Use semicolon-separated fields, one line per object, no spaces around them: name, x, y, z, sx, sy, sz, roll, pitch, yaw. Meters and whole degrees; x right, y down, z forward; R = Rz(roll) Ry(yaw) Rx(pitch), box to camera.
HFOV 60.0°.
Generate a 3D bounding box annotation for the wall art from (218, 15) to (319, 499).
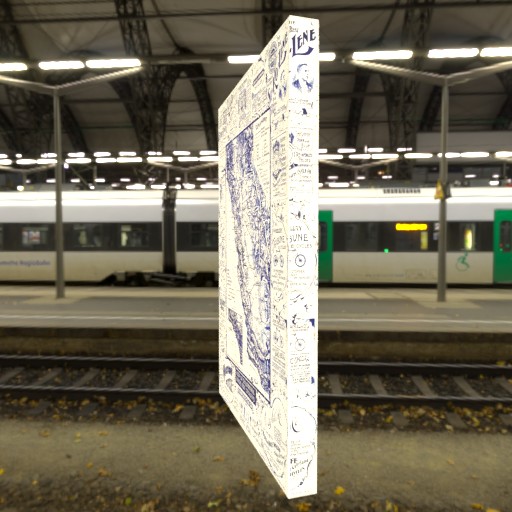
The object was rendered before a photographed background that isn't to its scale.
wall art;0.000;0.000;0.469;0.025;0.376;0.255;-1;2;-17
